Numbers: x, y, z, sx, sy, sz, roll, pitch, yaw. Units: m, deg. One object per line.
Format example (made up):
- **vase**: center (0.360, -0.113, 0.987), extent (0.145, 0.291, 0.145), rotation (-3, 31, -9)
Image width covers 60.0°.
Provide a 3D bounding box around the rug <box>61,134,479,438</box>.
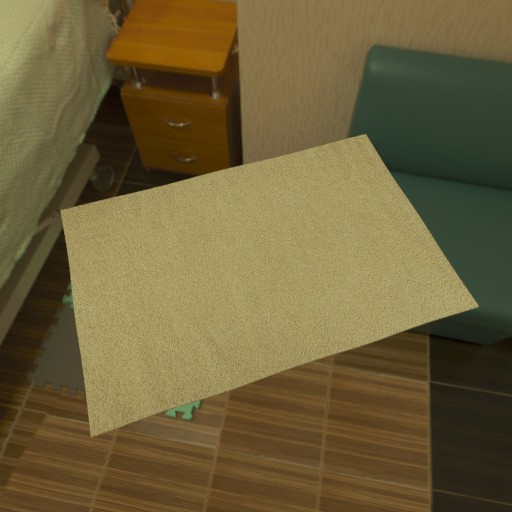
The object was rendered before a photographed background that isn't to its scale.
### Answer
- **rug**: center (0.000, 0.000, 3.338), extent (2.699, 0.025, 1.800), rotation (-16, 60, -10)
